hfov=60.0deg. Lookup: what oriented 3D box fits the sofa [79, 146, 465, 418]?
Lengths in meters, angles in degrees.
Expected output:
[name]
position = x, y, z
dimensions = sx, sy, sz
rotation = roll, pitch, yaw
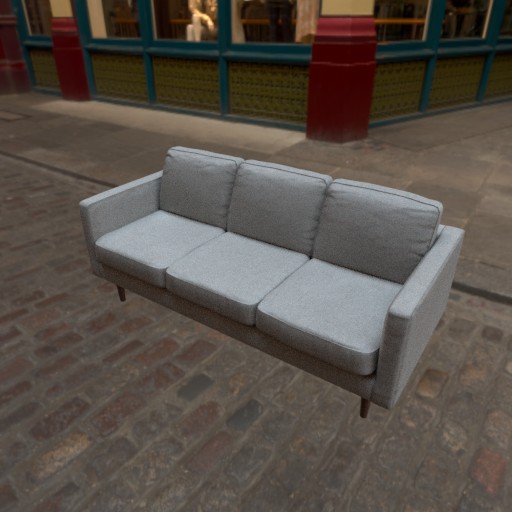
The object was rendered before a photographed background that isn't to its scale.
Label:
[sofa]
position = 0.000, 0.000, 2.560
dimensions = 1.983, 0.918, 0.944
rotation = 18, 34, 29
